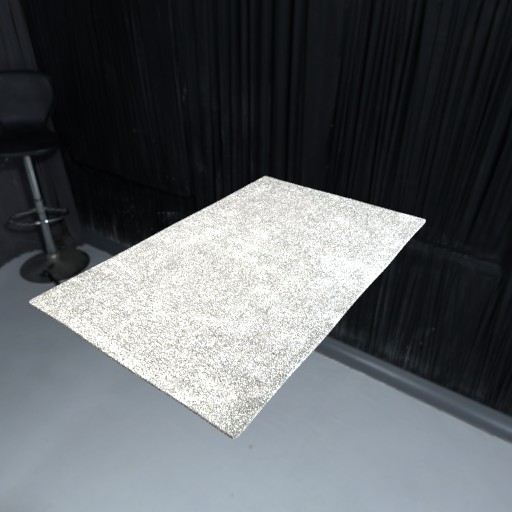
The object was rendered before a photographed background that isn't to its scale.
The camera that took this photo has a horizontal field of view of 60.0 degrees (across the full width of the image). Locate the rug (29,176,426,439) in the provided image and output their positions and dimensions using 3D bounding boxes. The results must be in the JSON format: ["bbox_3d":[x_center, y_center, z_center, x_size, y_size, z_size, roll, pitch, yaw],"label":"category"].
[{"bbox_3d":[0.000,0.000,2.952,1.502,0.025,2.350,21,38,30],"label":"rug"}]
